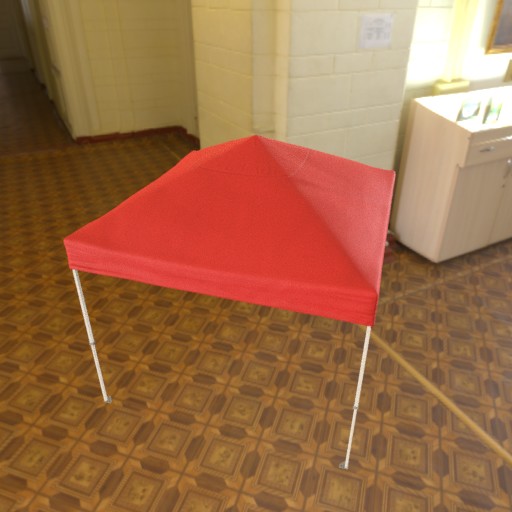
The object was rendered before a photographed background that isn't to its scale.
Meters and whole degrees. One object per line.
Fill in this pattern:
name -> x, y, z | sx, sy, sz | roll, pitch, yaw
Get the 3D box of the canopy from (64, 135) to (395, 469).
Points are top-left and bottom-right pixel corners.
canopy -> 0.000, 0.000, 5.485 | 2.998, 2.997, 2.996 | 9, 32, 15
